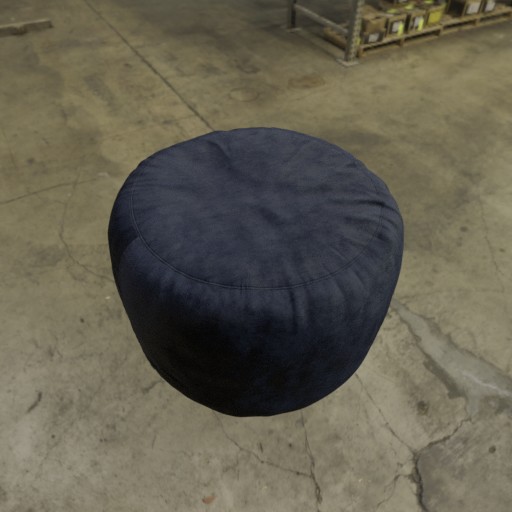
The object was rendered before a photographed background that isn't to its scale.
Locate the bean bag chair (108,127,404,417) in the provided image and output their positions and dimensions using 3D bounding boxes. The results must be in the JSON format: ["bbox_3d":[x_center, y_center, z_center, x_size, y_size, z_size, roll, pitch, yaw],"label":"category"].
[{"bbox_3d":[0.000,0.000,1.986,1.219,0.762,1.219,0,46,0],"label":"bean bag chair"}]
